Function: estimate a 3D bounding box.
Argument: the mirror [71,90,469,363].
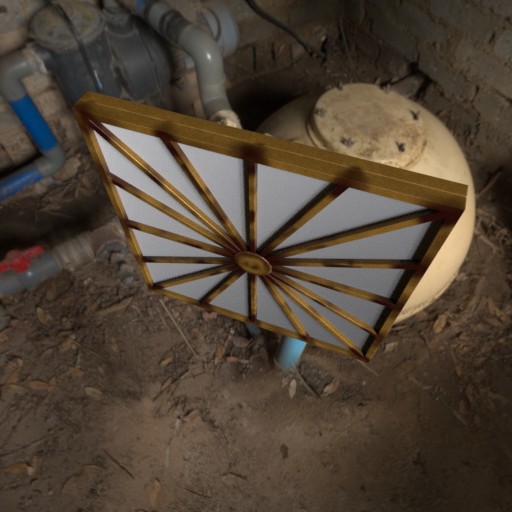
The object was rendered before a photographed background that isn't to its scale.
[{"bbox_3d":[0.000,0.000,0.762,0.509,0.507,0.042,17,59,11],"label":"mirror"}]
